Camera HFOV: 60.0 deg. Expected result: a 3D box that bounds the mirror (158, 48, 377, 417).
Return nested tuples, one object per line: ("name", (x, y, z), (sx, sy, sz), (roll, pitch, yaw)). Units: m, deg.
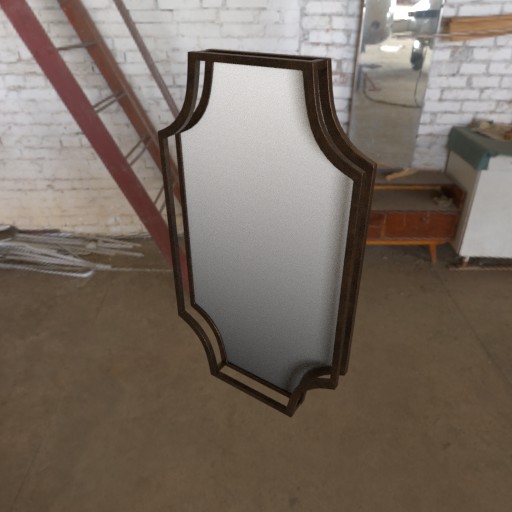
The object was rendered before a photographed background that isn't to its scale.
("mirror", (0.000, 0.000, 0.975), (0.462, 0.811, 0.066), (19, 36, 29))
